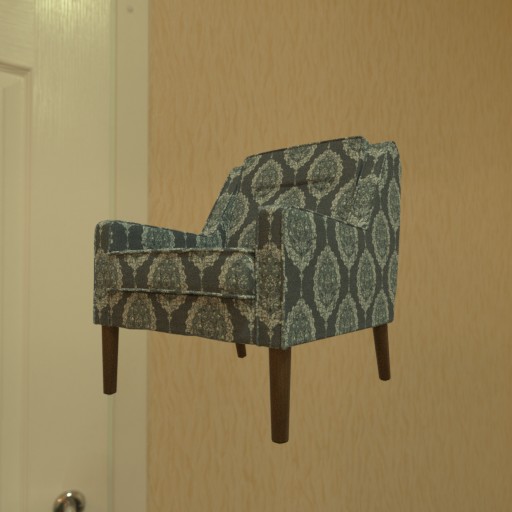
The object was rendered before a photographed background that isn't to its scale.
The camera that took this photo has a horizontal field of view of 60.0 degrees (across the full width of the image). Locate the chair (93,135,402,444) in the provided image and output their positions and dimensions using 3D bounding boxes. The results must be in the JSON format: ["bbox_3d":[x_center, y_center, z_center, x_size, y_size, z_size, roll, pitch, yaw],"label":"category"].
[{"bbox_3d":[0.000,0.000,1.354,0.663,0.792,0.743,-1,-1,36],"label":"chair"}]
